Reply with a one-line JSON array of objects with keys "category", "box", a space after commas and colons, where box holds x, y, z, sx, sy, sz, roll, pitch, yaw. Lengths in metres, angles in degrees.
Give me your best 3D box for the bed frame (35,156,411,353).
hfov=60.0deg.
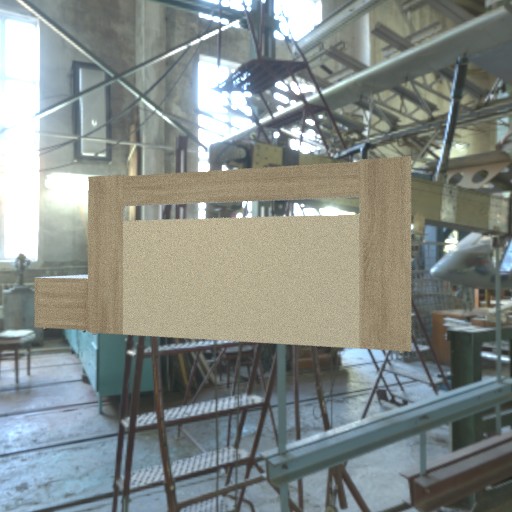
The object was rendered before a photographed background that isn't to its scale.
[{"category": "bed frame", "box": [0.000, 0.000, 3.200, 2.040, 0.860, 2.050, 0, 0, 17]}]
